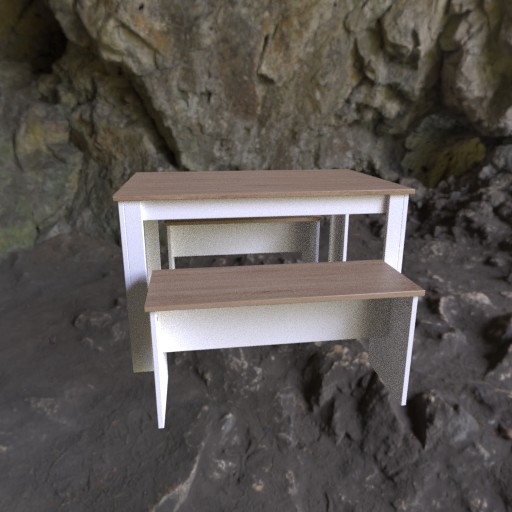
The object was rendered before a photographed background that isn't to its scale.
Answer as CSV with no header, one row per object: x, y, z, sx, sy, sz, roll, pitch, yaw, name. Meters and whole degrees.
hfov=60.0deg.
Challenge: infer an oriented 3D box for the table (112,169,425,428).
0.000,0.000,2.040,1.100,0.700,1.443,-2,17,-8,table
